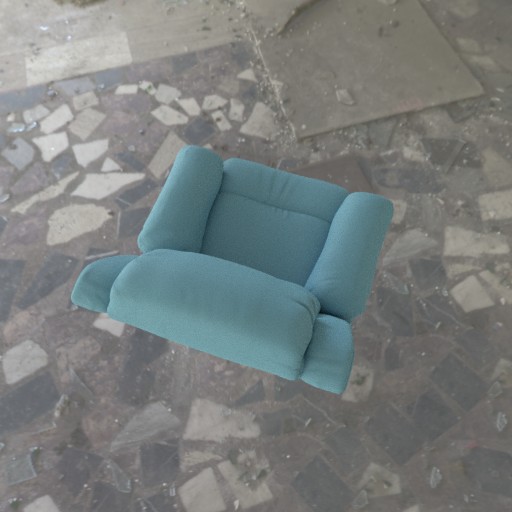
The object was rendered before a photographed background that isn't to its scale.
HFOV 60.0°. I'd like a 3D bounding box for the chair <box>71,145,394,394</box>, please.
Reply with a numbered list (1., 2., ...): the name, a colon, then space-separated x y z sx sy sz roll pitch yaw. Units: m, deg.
1. chair: 0.000 0.000 1.260 0.680 0.702 0.709 17 65 8
